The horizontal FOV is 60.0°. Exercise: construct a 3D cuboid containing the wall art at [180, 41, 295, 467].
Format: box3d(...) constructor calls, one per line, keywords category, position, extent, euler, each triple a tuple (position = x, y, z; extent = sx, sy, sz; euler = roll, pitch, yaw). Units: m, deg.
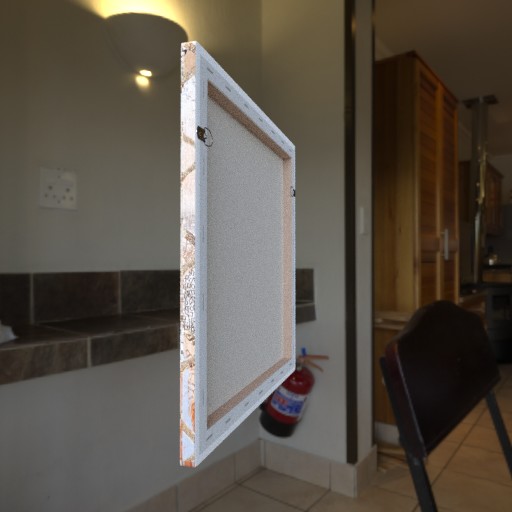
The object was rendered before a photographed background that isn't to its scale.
box3d(category="wall art", position=(0.000, 0.000, 1.378), extent=(0.039, 0.914, 0.912), euler=(0, -1, 18))
